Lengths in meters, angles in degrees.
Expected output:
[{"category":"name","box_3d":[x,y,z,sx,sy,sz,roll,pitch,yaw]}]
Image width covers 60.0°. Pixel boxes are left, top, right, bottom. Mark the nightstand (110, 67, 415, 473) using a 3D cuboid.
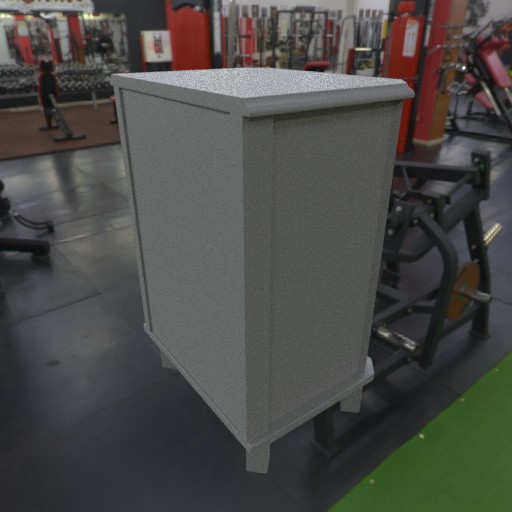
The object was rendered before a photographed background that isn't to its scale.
[{"category":"nightstand","box_3d":[0.000,0.000,0.907,0.350,0.680,0.450,-18,32,-32]}]
